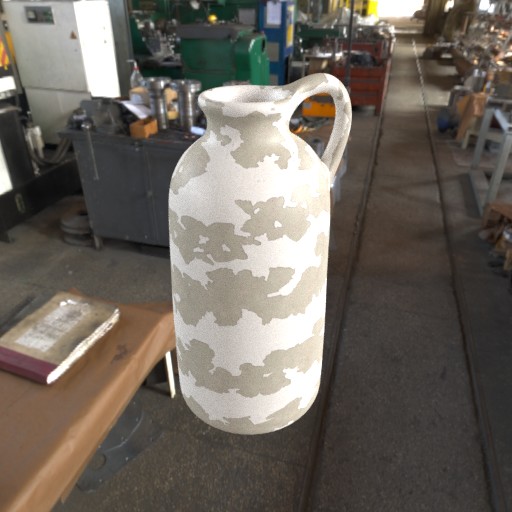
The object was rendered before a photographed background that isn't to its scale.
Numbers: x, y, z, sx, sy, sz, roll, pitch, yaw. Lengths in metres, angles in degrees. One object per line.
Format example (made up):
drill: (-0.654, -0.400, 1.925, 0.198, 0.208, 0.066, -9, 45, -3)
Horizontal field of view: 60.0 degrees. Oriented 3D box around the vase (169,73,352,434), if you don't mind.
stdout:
vase: (0.000, 0.000, 0.503, 0.203, 0.382, 0.186, -9, 32, -15)
